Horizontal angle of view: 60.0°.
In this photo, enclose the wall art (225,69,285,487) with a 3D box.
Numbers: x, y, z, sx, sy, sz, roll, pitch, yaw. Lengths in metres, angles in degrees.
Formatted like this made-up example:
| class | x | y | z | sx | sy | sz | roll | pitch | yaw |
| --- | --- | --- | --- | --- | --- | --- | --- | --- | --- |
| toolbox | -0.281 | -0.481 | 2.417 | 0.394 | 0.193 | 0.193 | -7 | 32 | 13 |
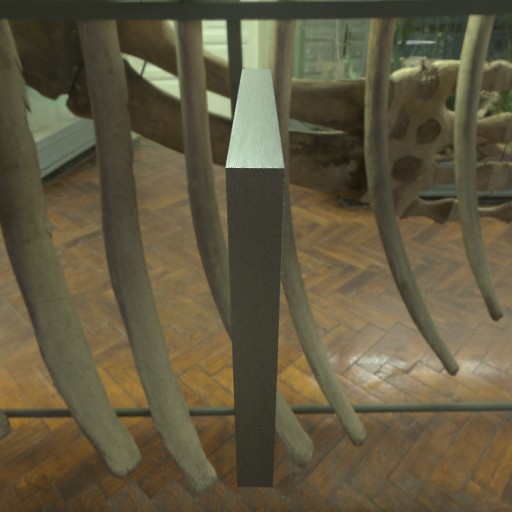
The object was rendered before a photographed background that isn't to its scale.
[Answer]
| class | x | y | z | sx | sy | sz | roll | pitch | yaw |
| --- | --- | --- | --- | --- | --- | --- | --- | --- | --- |
| wall art | 0.000 | 0.000 | 0.517 | 0.038 | 0.350 | 0.350 | 0 | 32 | 0 |
